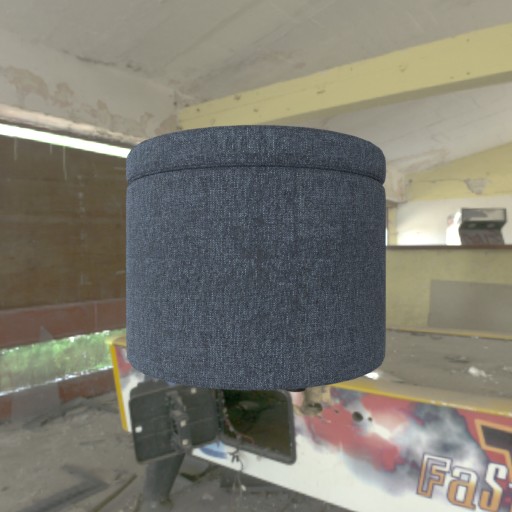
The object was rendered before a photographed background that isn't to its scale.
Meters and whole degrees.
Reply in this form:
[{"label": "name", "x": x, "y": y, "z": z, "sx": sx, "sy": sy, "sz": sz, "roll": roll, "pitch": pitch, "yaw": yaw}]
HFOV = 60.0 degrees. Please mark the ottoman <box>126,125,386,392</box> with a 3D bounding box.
[{"label": "ottoman", "x": 0.000, "y": 0.000, "z": 0.890, "sx": 0.500, "sy": 0.419, "sz": 0.500, "roll": 0, "pitch": 0, "yaw": 0}]
